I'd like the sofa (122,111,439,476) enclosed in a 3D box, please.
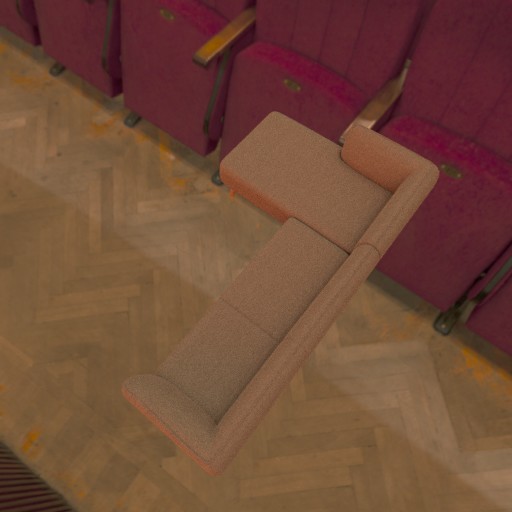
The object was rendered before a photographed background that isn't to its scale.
[{"bbox_3d":[0.000,0.000,3.358,1.532,0.693,2.653,35,69,16],"label":"sofa"}]
